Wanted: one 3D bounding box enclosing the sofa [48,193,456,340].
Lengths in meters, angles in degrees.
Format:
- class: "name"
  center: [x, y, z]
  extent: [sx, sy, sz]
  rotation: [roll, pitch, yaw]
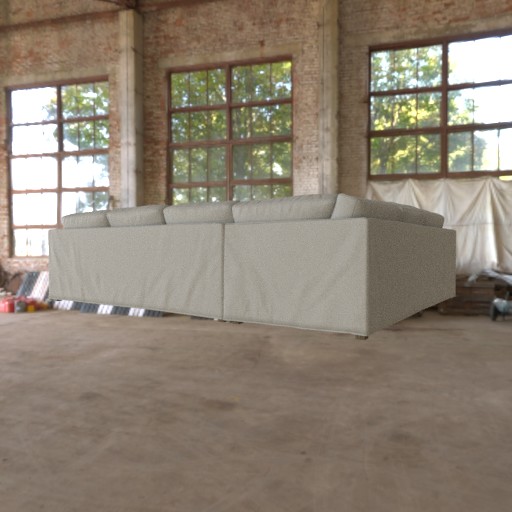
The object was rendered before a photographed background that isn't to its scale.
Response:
- class: "sofa"
  center: [0.000, 0.000, 4.323]
  extent: [3.182, 0.871, 2.432]
  rotation: [1, 2, 35]
